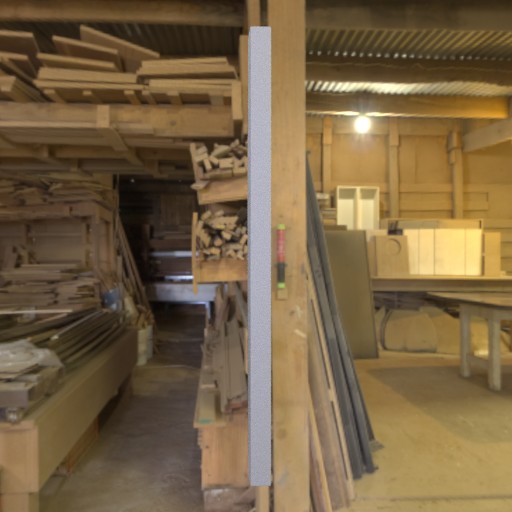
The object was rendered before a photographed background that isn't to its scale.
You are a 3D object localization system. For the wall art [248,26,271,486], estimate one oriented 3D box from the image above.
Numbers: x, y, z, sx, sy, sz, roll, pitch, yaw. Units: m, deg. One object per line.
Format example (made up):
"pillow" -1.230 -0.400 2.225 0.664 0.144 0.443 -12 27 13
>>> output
"wall art" 0.000 0.000 0.767 0.029 0.558 0.458 0 0 -1
